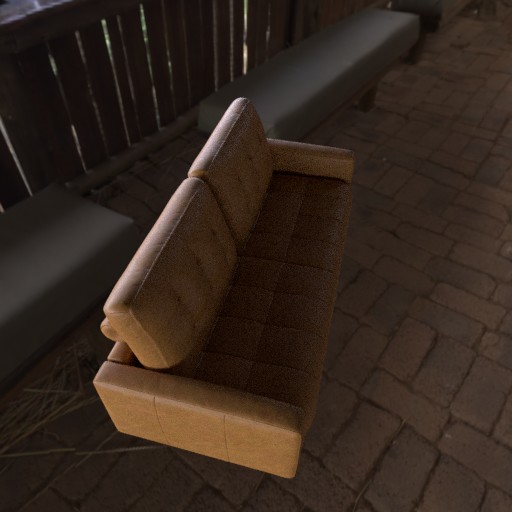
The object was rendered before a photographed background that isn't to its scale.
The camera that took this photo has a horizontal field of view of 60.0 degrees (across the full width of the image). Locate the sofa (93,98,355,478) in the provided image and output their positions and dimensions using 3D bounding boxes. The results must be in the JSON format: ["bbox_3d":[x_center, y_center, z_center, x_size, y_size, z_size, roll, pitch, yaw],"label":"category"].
[{"bbox_3d":[0.000,0.000,2.236,0.850,0.898,1.821,11,46,10],"label":"sofa"}]
